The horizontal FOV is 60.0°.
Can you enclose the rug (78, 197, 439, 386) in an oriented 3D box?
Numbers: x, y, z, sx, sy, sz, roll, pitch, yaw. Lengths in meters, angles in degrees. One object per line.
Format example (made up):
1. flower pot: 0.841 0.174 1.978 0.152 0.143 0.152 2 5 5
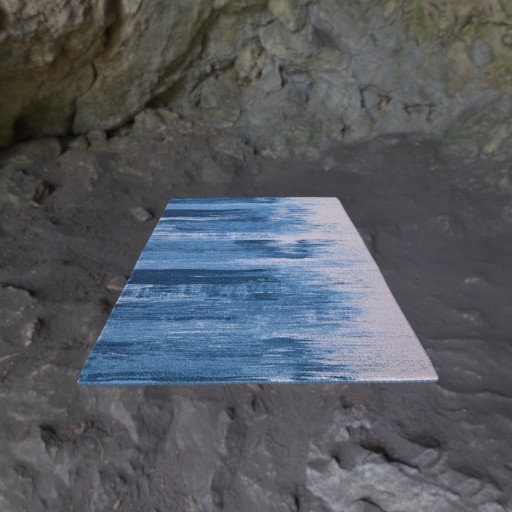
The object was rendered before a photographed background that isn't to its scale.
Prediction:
1. rug: 0.000 0.000 2.940 1.540 0.027 2.450 0 25 -1
